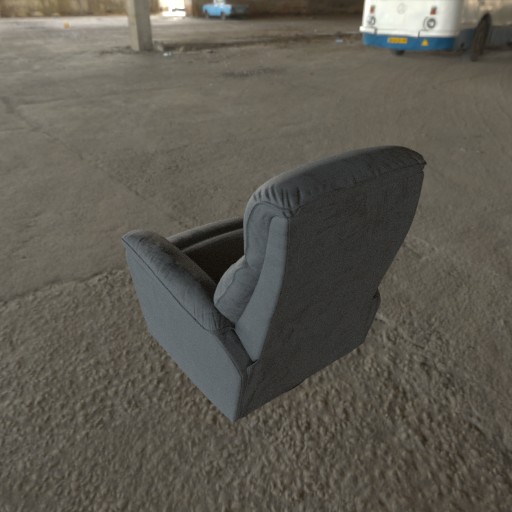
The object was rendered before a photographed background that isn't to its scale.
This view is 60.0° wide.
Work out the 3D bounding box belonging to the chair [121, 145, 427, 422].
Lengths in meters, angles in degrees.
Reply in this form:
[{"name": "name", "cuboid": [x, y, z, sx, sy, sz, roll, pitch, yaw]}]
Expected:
[{"name": "chair", "cuboid": [0.000, 0.000, 1.779, 0.820, 1.037, 1.004, -21, 37, -31]}]
